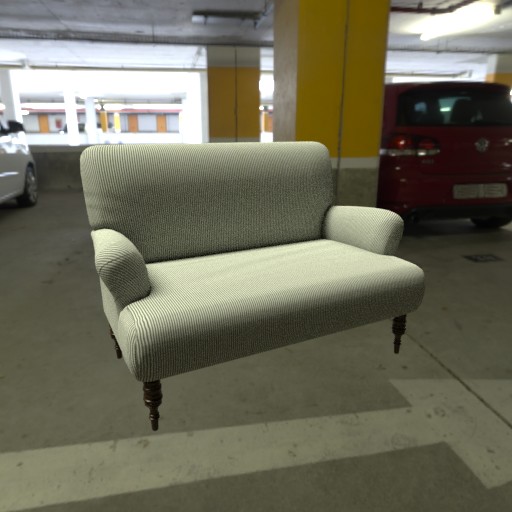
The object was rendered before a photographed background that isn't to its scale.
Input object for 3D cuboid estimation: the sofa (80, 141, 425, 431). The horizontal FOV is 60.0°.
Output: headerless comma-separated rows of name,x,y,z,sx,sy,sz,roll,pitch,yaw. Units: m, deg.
sofa,0.000,0.000,1.836,1.297,0.889,0.779,-9,18,-27
